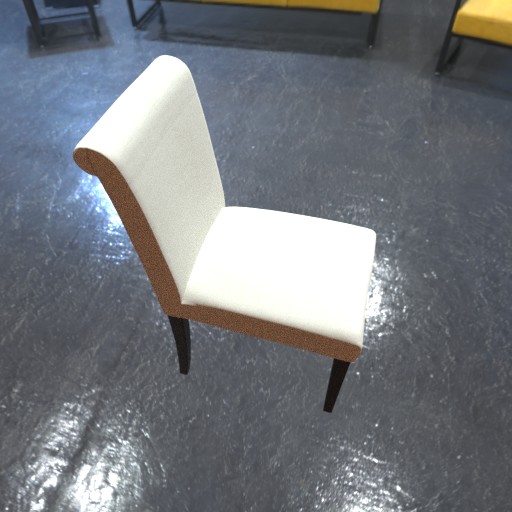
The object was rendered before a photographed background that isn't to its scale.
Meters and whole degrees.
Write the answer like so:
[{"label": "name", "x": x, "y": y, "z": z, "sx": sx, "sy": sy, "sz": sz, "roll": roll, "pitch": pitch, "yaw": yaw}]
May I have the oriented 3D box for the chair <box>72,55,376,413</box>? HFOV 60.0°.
[{"label": "chair", "x": 0.000, "y": 0.000, "z": 1.365, "sx": 0.708, "sy": 0.976, "sz": 0.452, "roll": 11, "pitch": 49, "yaw": 10}]
